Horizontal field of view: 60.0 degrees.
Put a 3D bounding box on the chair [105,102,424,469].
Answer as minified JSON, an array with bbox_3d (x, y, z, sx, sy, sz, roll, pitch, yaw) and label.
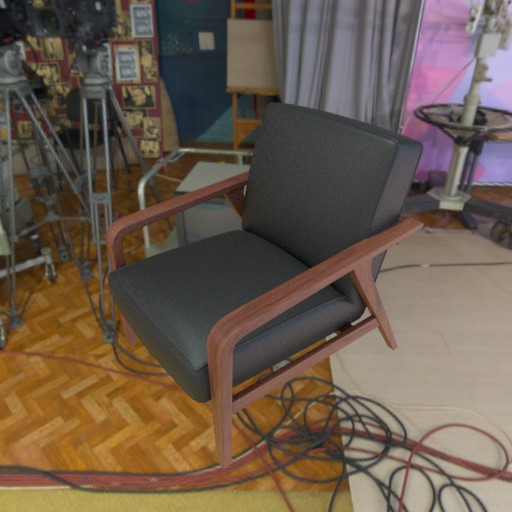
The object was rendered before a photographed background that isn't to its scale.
[{"bbox_3d":[0.000,0.000,1.521,0.889,0.861,0.719,-22,39,-31],"label":"chair"}]
